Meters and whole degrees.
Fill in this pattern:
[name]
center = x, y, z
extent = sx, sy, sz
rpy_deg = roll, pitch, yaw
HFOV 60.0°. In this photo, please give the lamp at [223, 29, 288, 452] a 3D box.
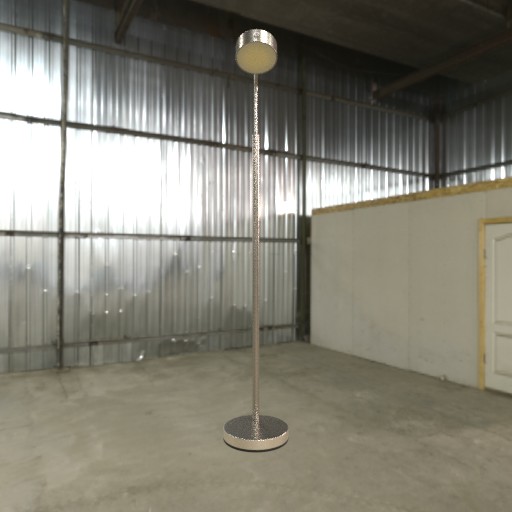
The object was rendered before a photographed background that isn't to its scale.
[lamp]
center = 0.000, 0.000, 1.416
extent = 0.222, 1.250, 0.421
rpy_deg = 0, 0, 0
